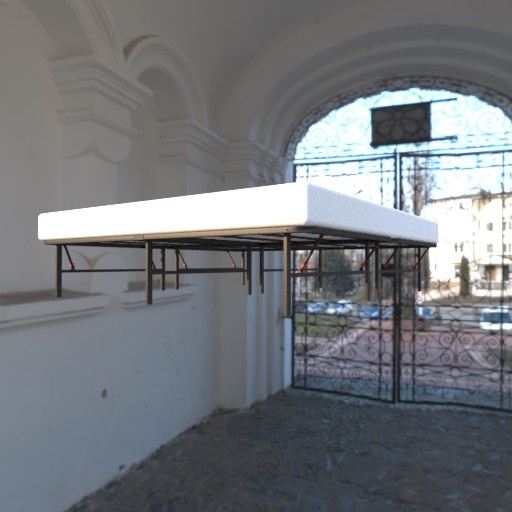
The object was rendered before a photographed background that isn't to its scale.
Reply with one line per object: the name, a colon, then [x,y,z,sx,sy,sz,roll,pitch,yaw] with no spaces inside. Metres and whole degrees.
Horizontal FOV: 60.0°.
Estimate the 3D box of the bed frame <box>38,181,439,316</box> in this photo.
bed frame: [0.000,0.000,3.049,1.935,0.525,2.033,-1,-1,36]
